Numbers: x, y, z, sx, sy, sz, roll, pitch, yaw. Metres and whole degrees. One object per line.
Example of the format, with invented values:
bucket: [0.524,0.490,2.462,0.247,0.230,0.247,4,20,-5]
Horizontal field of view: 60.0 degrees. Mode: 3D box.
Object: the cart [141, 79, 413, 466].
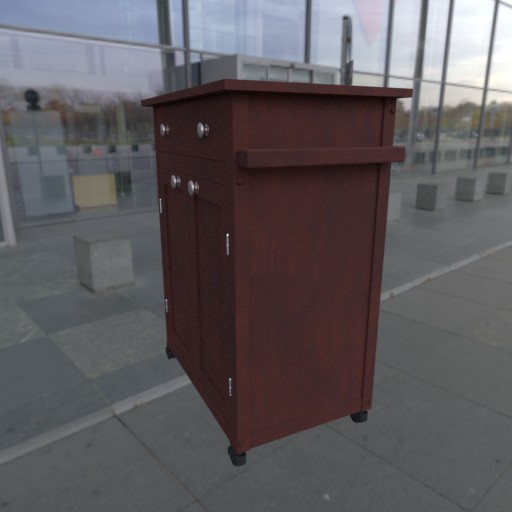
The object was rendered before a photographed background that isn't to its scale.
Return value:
cart: [0.000,0.000,1.264,0.442,0.864,0.683,-8,18,-25]
